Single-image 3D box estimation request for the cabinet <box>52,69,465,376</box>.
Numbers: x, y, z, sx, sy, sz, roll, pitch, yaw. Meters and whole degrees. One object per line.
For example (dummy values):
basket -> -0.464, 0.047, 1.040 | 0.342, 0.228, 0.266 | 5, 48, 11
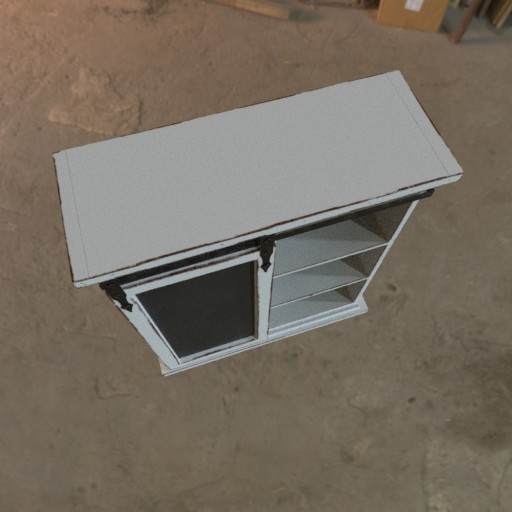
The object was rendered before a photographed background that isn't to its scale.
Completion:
cabinet -> 0.000, 0.000, 0.893 | 0.541, 0.603, 0.210 | -16, 65, -8
